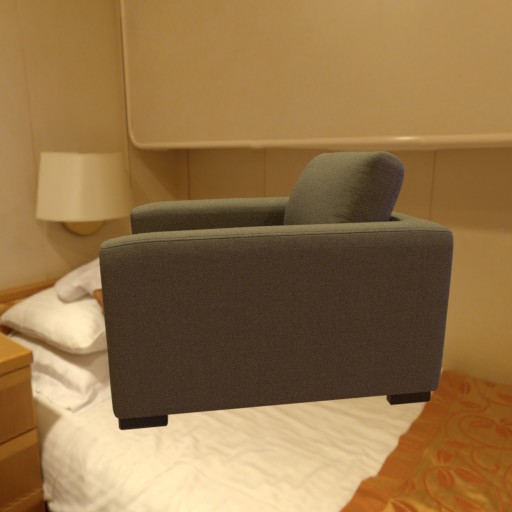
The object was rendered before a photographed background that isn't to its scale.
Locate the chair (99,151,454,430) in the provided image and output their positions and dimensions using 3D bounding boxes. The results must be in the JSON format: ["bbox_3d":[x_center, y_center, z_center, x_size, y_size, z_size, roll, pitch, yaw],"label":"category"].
[{"bbox_3d":[0.000,0.000,1.847,1.100,0.847,1.070,-2,13,-9],"label":"chair"}]
